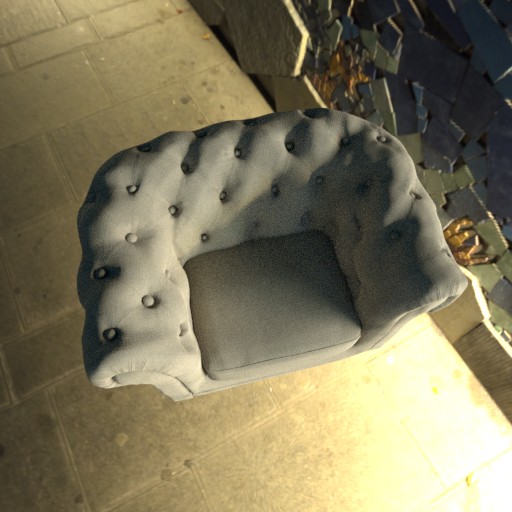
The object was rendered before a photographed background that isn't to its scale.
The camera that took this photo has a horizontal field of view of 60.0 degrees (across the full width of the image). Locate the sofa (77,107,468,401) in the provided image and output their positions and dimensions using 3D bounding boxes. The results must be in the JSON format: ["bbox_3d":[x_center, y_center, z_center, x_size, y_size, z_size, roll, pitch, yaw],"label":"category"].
[{"bbox_3d":[0.000,0.000,2.023,1.405,0.878,1.034,-12,65,-6],"label":"sofa"}]
